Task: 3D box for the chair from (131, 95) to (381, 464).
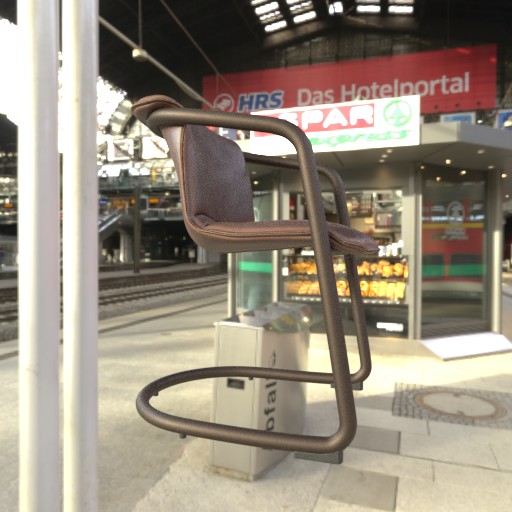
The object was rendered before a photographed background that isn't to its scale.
[{"bbox_3d":[0.000,0.000,1.222,0.664,0.836,0.536,0,1,18],"label":"chair"}]
